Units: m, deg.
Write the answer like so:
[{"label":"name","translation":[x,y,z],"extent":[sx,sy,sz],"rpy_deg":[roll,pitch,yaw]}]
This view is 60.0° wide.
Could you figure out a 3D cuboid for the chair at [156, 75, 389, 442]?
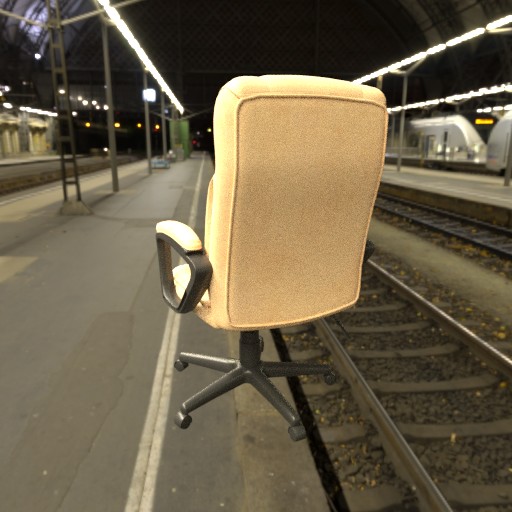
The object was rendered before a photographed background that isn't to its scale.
[{"label":"chair","translation":[0.000,0.000,1.557],"extent":[0.667,1.105,0.724],"rpy_deg":[-7,16,-27]}]
